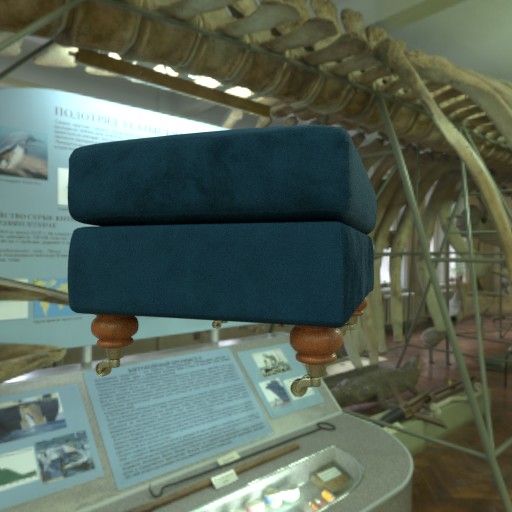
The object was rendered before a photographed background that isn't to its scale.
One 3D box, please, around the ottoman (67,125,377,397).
[{"bbox_3d":[0.000,0.000,1.141,0.572,0.503,0.773,0,1,18],"label":"ottoman"}]
